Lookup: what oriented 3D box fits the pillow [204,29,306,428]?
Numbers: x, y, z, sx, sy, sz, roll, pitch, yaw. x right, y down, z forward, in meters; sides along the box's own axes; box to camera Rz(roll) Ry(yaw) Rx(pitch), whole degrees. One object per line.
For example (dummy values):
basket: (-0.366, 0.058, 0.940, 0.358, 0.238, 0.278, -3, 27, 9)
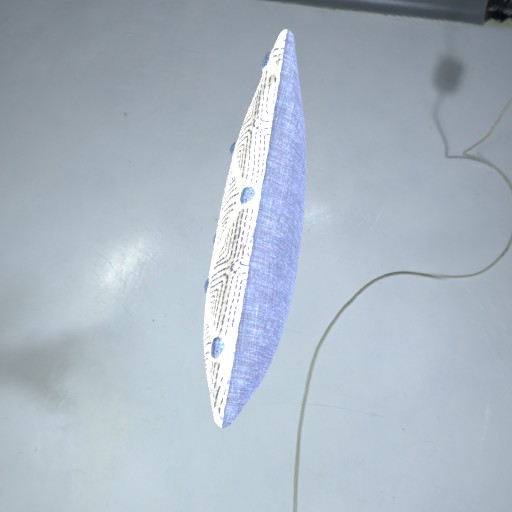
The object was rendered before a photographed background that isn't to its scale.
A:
pillow: (0.000, 0.000, 0.773, 0.145, 0.510, 0.510, 9, 76, 2)
